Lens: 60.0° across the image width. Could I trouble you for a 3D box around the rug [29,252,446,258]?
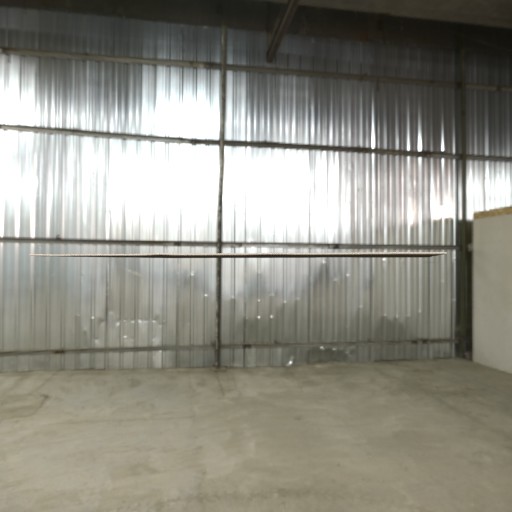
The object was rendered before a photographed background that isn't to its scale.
[{"bbox_3d":[0.000,0.000,4.469,3.357,0.019,2.449,0,-1,19],"label":"rug"}]
